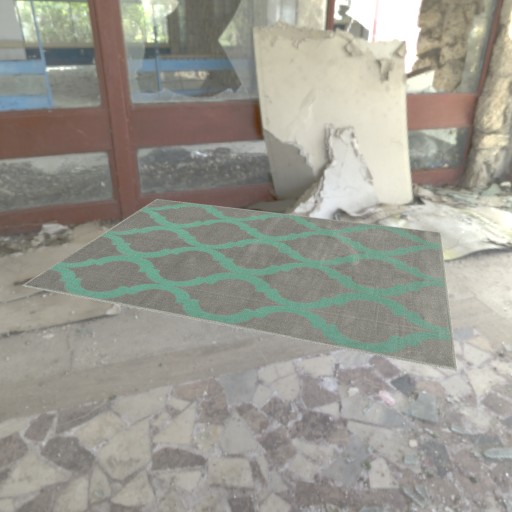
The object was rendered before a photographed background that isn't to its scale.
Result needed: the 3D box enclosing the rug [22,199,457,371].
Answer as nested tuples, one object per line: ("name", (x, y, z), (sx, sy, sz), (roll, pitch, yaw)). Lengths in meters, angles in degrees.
("rug", (0.000, 0.000, 2.839), (2.286, 0.006, 1.524), (8, 28, 16))
